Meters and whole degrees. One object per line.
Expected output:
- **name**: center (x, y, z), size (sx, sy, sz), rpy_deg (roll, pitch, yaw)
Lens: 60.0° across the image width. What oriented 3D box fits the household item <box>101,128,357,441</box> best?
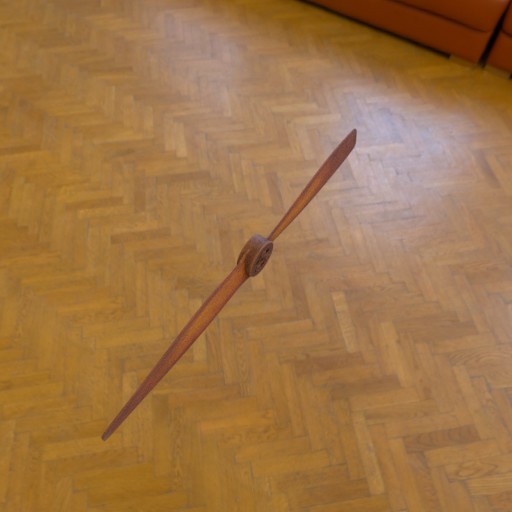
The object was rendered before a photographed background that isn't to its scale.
- **household item**: center (0.000, 0.000, 1.240), size (0.051, 0.121, 1.181), rpy_deg (31, 63, 18)
